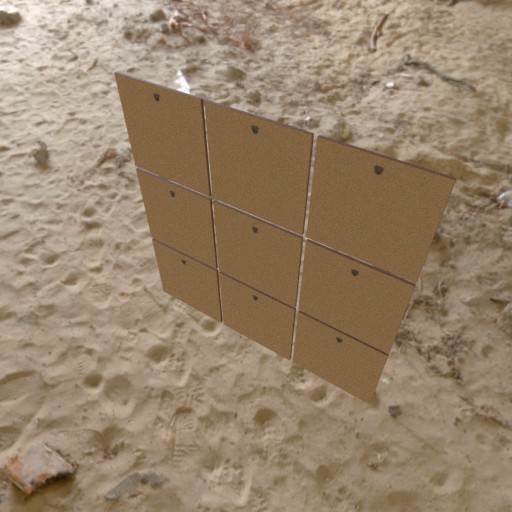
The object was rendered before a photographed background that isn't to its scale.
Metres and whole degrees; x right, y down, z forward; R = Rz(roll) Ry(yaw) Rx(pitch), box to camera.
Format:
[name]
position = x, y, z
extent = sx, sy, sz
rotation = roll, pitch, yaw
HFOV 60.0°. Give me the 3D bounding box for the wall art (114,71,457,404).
[wall art]
position = 0.000, 0.000, 1.800
extent = 1.221, 1.218, 0.019
rotation = 25, 50, 23
